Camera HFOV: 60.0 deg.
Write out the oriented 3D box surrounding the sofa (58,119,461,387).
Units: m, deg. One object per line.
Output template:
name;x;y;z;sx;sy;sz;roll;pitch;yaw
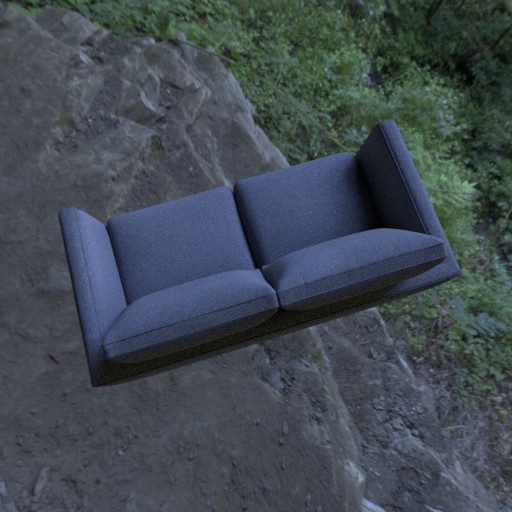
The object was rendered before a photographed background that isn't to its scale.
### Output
sofa;0.000;0.000;2.125;1.594;0.924;0.803;-16;75;-5
